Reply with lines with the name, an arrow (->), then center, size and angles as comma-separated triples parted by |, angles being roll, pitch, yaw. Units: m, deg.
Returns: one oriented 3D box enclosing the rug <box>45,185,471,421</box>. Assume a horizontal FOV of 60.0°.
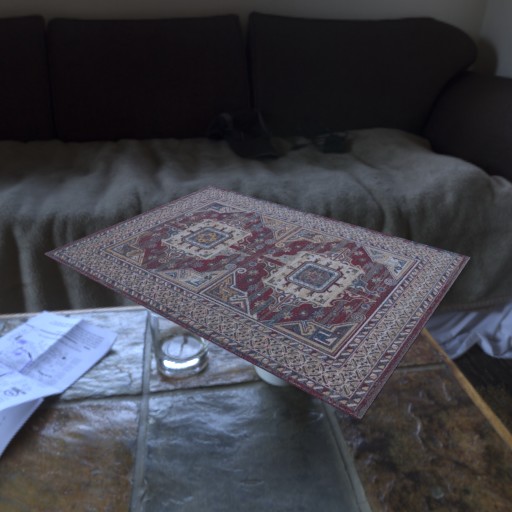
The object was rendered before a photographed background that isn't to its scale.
rug -> 0.000, 0.000, 2.838 | 2.210, 0.011, 1.599 | 20, 35, 32
